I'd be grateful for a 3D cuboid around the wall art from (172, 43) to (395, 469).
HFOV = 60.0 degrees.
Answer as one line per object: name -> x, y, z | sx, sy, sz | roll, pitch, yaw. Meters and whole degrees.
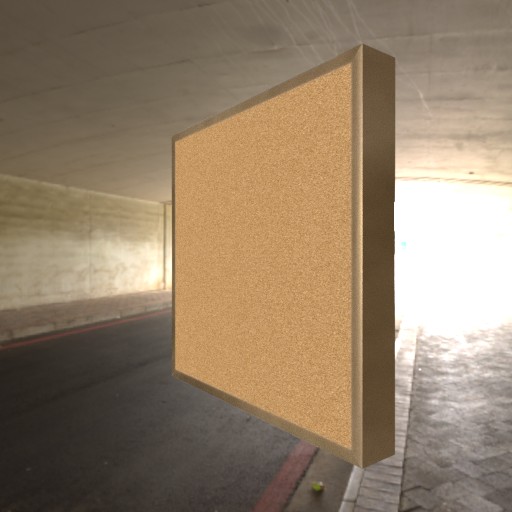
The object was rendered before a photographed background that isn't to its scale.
wall art -> 0.000, 0.000, 0.449 | 0.038, 0.303, 0.305 | 0, 0, -37
